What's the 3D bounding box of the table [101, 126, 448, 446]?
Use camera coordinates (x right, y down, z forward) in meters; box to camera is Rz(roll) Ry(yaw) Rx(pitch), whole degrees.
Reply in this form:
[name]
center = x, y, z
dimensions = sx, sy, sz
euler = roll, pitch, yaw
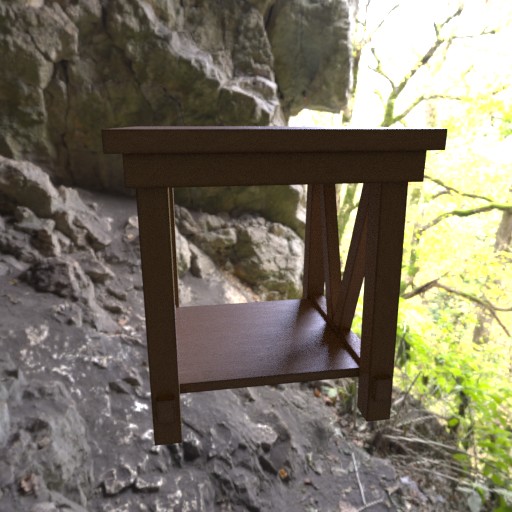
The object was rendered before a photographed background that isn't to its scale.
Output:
[table]
center = 0.000, 0.000, 1.143
dimensions = 0.610, 0.638, 0.612
euler = -3, 17, -9
